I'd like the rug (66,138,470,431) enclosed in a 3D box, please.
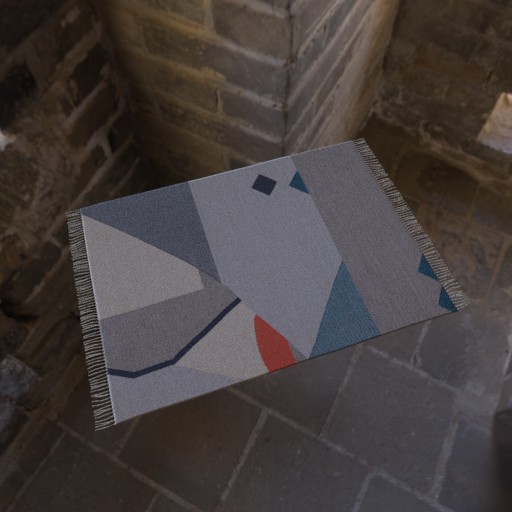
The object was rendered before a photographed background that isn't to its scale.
[{"bbox_3d":[0.000,0.000,2.312,1.828,0.005,1.220,-16,60,-10],"label":"rug"}]
